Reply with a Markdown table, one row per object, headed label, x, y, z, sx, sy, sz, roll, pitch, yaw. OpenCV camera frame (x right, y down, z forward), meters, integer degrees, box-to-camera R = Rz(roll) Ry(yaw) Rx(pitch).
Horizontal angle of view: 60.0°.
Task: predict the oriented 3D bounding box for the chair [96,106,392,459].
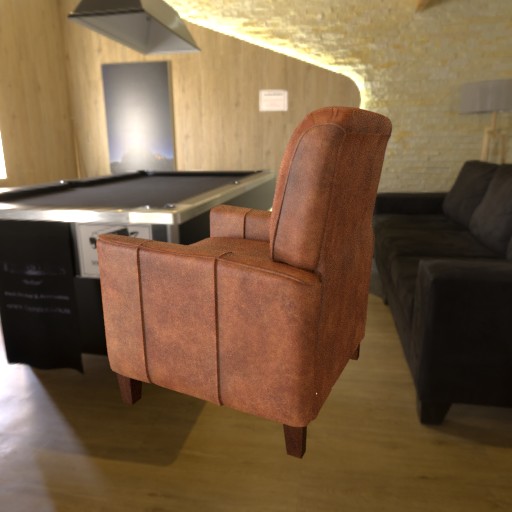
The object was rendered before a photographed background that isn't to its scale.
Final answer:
| label | x | y | z | sx | sy | sz | roll | pitch | yaw |
| --- | --- | --- | --- | --- | --- | --- | --- | --- | --- |
| chair | 0.000 | 0.000 | 1.686 | 0.836 | 1.043 | 0.843 | 7 | 16 | 25 |
